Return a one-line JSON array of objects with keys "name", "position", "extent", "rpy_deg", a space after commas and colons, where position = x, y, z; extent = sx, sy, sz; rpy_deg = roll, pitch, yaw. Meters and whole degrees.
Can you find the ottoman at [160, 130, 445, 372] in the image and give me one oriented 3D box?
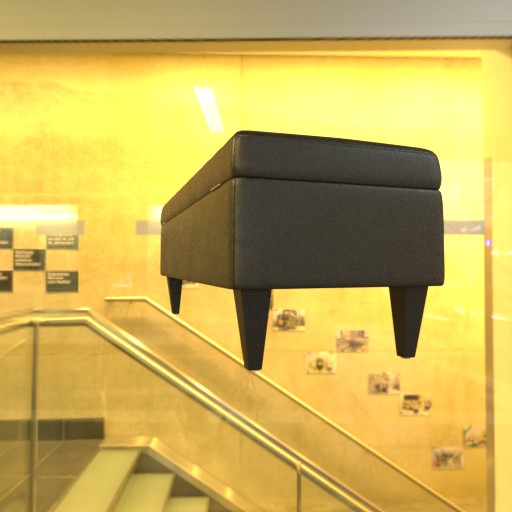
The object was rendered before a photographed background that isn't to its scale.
[{"name": "ottoman", "position": [0.000, 0.000, 1.414], "extent": [0.482, 0.469, 1.151], "rpy_deg": [0, -1, -19]}]
